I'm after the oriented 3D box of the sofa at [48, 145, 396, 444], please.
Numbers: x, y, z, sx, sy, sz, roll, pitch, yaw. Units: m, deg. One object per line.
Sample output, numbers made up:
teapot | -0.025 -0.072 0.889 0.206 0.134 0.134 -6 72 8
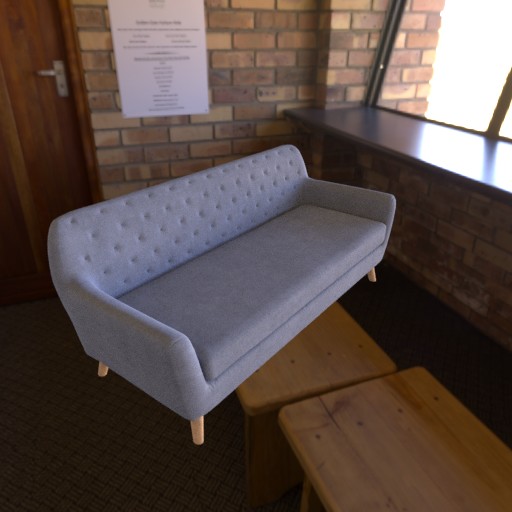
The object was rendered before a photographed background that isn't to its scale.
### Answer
sofa | 0.000 0.000 2.460 0.830 0.830 1.970 19 32 33
